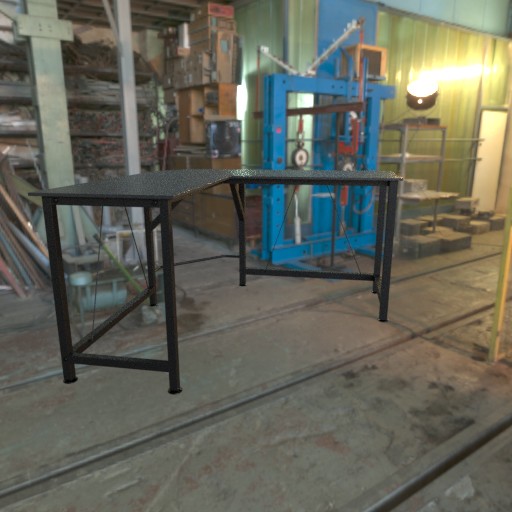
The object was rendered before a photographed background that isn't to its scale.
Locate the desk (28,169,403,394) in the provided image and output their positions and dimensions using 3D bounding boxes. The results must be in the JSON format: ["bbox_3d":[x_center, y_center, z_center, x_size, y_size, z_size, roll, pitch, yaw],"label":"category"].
[{"bbox_3d":[0.000,0.000,2.219,1.400,0.762,1.400,3,15,10],"label":"desk"}]
